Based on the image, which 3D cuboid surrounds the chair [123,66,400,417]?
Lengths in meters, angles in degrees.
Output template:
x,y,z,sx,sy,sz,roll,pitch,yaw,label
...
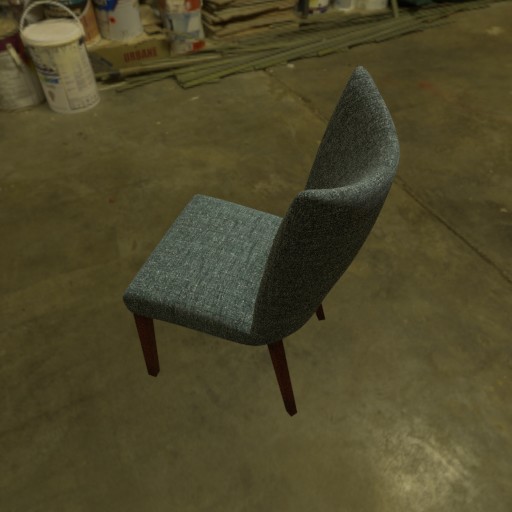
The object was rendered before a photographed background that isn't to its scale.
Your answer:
x,y,z,sx,sy,sz,roll,pitch,yaw,label
0.000,0.000,1.262,0.623,0.924,0.535,14,48,13,chair
